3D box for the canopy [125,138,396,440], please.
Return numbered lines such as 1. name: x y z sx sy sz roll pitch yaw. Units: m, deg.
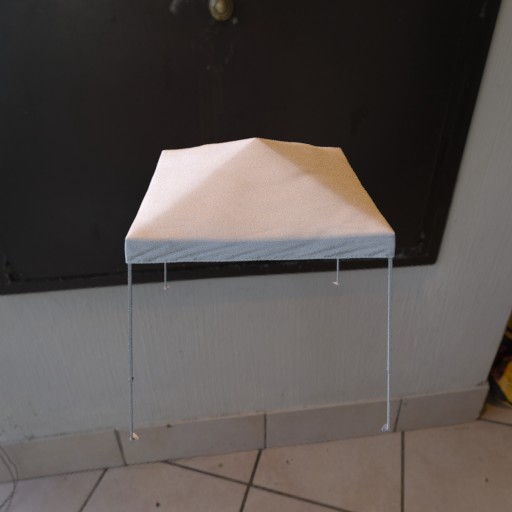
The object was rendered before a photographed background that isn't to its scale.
1. canopy: 0.000 0.000 5.299 2.849 2.849 2.848 -1 32 -2
